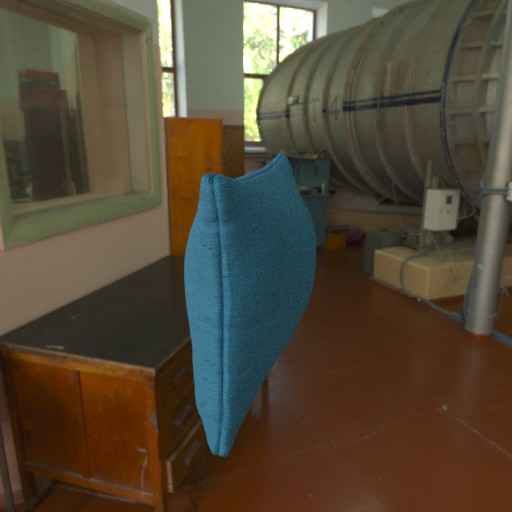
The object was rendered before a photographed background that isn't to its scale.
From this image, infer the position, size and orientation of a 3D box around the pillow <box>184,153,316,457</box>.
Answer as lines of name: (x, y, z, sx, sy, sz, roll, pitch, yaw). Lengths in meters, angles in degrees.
pillow: (0.000, 0.000, 0.790, 0.210, 0.338, 0.633, 3, 15, 10)
